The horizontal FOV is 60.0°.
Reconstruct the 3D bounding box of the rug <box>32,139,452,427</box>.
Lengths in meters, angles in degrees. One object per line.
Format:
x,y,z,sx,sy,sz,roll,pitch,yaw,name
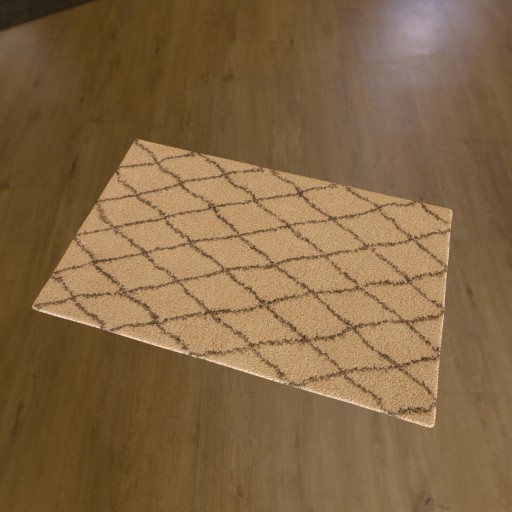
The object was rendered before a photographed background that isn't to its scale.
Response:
0.000,0.000,2.930,2.438,0.030,1.524,14,59,9,rug
